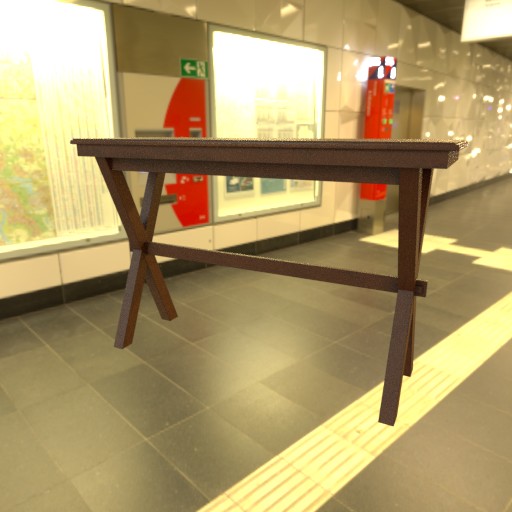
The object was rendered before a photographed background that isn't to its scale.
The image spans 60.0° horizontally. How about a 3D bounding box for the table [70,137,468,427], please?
[{"bbox_3d":[0.000,0.000,1.496,1.197,0.763,0.399,8,18,26],"label":"table"}]
